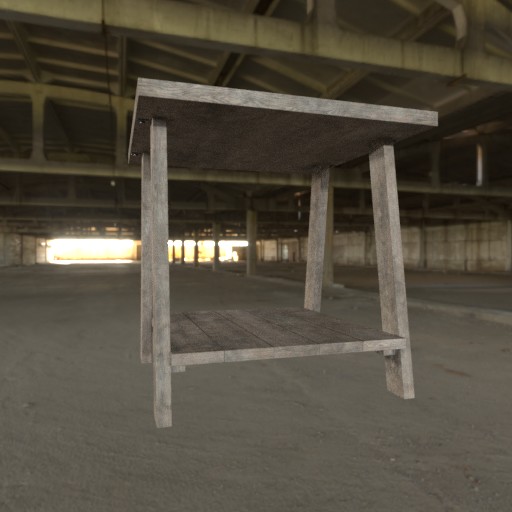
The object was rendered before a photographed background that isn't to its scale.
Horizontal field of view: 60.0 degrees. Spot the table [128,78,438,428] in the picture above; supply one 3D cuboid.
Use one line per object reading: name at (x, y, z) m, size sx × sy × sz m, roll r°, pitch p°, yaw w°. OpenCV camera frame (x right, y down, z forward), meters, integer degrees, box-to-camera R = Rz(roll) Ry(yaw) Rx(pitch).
table at (0.000, 0.000, 1.132) m, size 0.610 × 0.610 × 0.610 m, roll 0°, pitch 1°, yaw -18°
